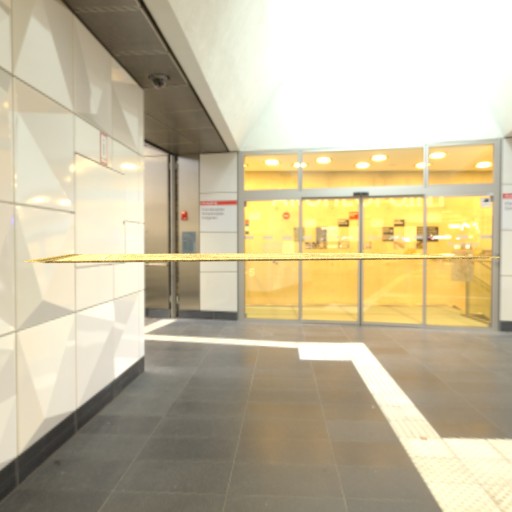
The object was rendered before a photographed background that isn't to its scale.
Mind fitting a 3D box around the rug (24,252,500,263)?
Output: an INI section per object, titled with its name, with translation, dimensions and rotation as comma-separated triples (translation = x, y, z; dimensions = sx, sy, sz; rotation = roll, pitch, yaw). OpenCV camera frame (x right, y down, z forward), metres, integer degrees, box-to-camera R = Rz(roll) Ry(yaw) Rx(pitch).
[rug]
translation = 0.000, 0.000, 4.061
dimensions = 3.422, 0.015, 2.143
rotation = 0, 1, -16
